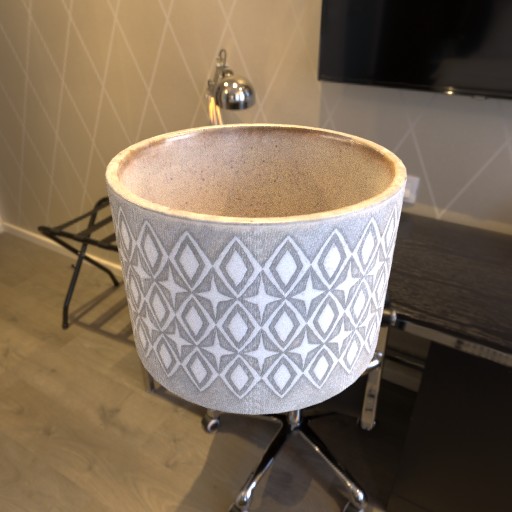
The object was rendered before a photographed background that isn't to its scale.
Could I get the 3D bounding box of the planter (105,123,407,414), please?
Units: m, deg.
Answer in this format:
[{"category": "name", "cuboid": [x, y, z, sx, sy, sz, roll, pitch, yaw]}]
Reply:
[{"category": "planter", "cuboid": [0.000, 0.000, 0.320, 0.186, 0.144, 0.186, 0, 30, 0]}]
